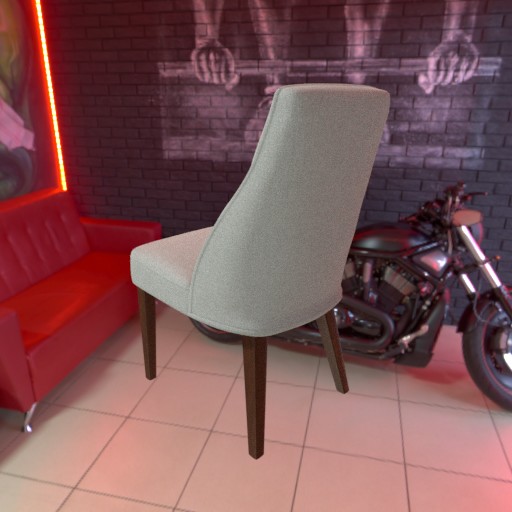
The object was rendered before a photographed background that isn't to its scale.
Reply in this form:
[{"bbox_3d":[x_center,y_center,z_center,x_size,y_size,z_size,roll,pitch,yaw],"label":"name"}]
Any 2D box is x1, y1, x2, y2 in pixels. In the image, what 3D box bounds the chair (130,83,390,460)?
[{"bbox_3d":[0.000,0.000,1.300,0.500,0.930,0.620,-18,26,-41],"label":"chair"}]
